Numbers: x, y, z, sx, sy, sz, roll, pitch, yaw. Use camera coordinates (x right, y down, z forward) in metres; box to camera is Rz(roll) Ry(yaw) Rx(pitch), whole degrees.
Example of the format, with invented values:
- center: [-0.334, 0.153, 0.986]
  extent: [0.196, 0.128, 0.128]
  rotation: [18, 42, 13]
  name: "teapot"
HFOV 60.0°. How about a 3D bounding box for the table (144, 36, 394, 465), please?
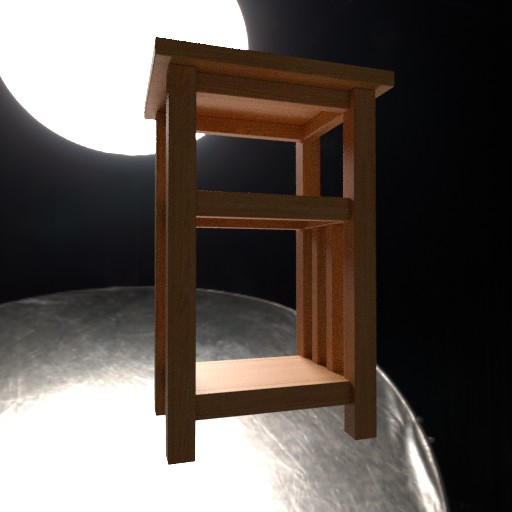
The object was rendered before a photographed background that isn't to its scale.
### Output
- center: [0.000, 0.000, 0.735]
  extent: [0.350, 0.550, 0.270]
  rotation: [0, -1, -17]
  name: "table"
